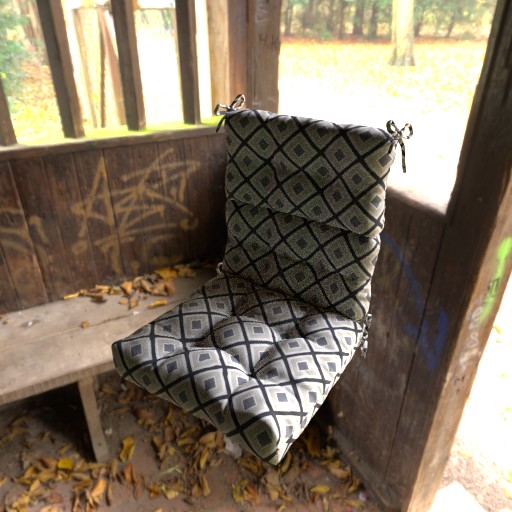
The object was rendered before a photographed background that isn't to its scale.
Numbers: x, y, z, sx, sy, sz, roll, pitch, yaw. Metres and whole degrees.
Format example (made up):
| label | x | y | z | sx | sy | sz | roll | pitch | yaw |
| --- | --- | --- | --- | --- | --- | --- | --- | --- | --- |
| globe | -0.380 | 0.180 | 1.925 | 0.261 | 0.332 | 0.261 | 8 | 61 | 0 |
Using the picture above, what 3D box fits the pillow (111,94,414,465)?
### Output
| label | x | y | z | sx | sy | sz | roll | pitch | yaw |
| --- | --- | --- | --- | --- | --- | --- | --- | --- | --- |
| pillow | 0.000 | 0.000 | 1.037 | 0.519 | 0.605 | 0.571 | 19 | 35 | 29 |
